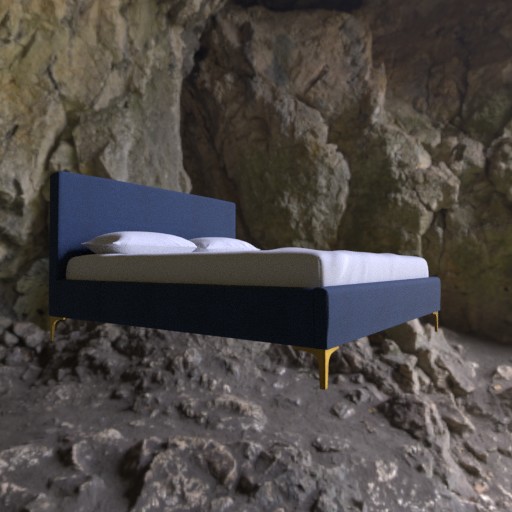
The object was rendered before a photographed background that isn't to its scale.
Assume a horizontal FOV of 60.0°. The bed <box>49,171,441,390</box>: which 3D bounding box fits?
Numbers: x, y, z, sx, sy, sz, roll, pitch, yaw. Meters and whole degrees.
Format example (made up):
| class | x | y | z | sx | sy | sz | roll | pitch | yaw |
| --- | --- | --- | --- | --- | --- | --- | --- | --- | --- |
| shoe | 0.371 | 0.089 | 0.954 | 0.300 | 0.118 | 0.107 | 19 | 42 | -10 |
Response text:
| class | x | y | z | sx | sy | sz | roll | pitch | yaw |
| --- | --- | --- | --- | --- | --- | --- | --- | --- | --- |
| bed | 0.000 | 0.000 | 3.423 | 2.232 | 1.231 | 2.096 | -1 | -1 | 35 |
